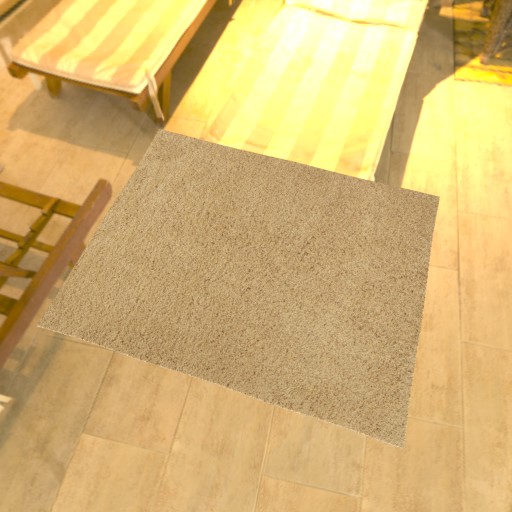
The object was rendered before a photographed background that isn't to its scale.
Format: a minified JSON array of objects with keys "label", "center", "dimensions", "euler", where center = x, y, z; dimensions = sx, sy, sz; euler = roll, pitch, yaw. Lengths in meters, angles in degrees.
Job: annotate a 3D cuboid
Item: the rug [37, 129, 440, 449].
[{"label":"rug","center":[0.000,0.000,3.991],"dimensions":[3.000,0.025,2.400],"euler":[16,60,9]}]
